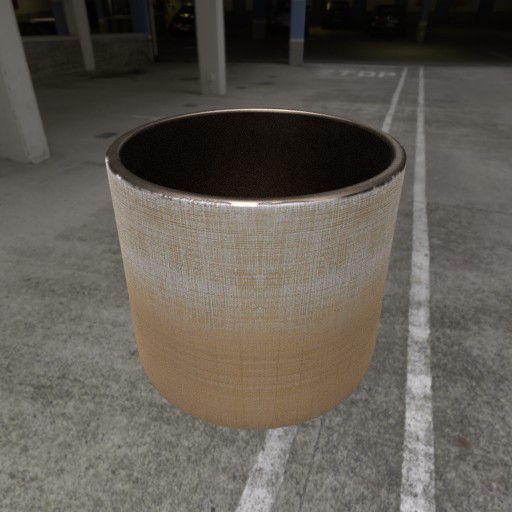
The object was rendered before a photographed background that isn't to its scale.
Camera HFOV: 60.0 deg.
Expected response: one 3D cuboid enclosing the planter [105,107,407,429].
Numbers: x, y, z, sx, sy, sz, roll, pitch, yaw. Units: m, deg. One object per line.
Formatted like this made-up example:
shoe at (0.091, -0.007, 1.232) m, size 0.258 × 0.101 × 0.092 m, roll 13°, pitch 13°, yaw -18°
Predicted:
planter at (0.000, 0.000, 0.383) m, size 0.221 × 0.201 × 0.221 m, roll 0°, pitch 32°, yaw 0°
